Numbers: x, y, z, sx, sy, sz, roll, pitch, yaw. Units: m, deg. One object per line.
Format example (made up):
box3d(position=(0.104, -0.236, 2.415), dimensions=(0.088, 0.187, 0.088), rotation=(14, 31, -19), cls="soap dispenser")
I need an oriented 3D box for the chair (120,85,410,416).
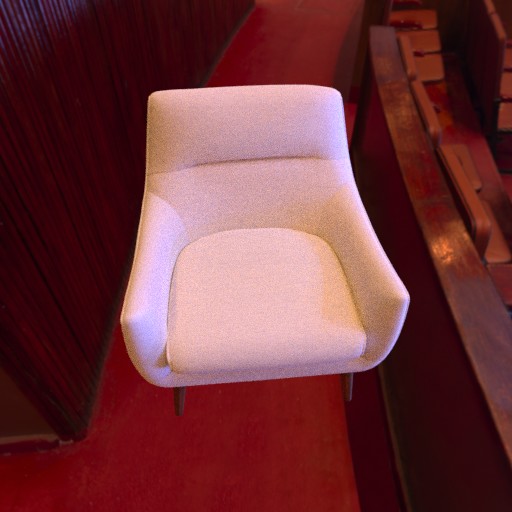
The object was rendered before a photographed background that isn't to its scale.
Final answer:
box3d(position=(0.000, 0.000, 1.465), dimensions=(0.762, 0.838, 0.787), rotation=(-4, 47, -4), cls="chair")
